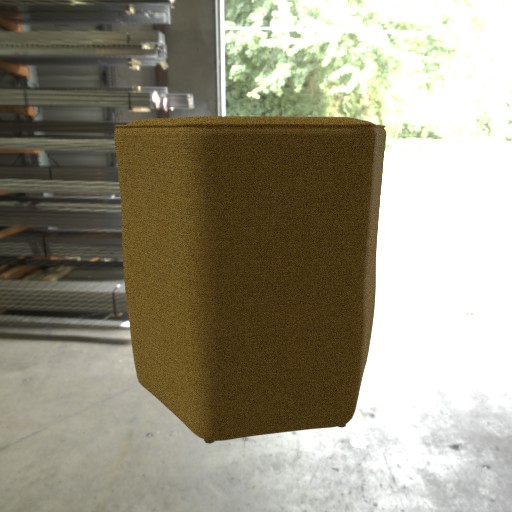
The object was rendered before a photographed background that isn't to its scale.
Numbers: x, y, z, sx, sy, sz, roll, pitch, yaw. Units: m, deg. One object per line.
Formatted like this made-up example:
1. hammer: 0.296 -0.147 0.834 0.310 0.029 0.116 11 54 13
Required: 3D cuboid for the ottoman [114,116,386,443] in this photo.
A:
1. ottoman: 0.000 0.000 0.852 0.494 0.502 0.443 -3 16 -10
